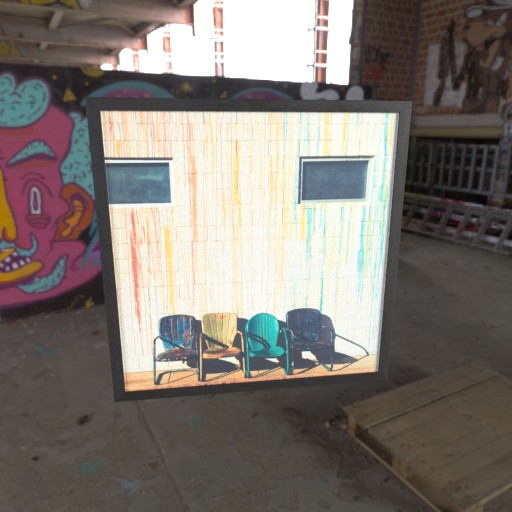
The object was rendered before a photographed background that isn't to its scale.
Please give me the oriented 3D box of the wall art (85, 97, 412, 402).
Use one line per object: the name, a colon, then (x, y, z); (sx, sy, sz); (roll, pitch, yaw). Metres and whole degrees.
wall art: (0.000, 0.000, 1.144); (0.763, 0.763, 0.039); (-2, 16, -8)
